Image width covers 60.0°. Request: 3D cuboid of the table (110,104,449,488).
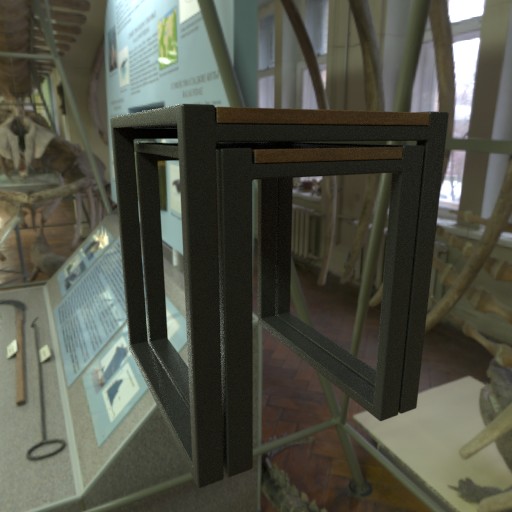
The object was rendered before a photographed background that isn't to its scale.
[{"bbox_3d":[0.000,0.000,0.906,0.449,0.550,0.500,-8,17,-26],"label":"table"}]
